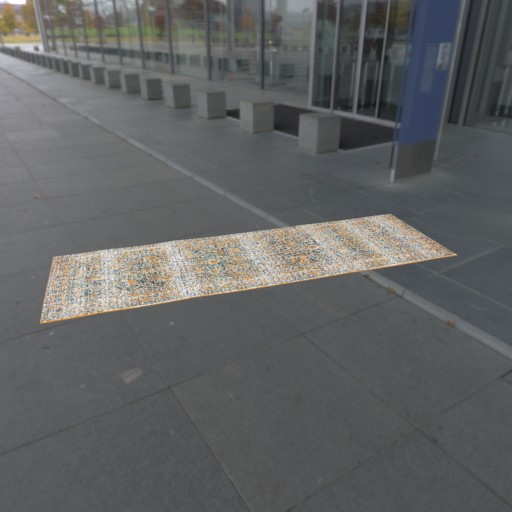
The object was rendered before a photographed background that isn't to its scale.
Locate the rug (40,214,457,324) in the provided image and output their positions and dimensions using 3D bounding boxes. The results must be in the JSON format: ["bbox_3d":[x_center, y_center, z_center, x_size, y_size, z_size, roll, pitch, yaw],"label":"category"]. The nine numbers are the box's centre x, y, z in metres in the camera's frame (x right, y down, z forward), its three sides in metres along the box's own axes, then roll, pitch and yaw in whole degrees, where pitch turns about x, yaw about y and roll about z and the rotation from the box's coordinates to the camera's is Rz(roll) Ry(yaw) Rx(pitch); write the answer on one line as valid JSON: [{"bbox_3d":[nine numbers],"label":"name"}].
[{"bbox_3d":[0.000,0.000,2.626,2.294,0.014,0.704,-8,28,-16],"label":"rug"}]
